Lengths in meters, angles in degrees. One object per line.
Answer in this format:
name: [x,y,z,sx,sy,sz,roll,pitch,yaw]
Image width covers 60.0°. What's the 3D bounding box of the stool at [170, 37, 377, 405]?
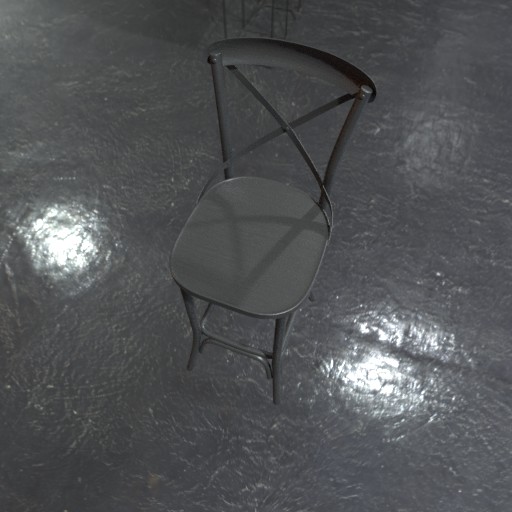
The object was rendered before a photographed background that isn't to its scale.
stool: [0.000,0.000,1.466,0.457,1.168,0.584,18,60,11]
